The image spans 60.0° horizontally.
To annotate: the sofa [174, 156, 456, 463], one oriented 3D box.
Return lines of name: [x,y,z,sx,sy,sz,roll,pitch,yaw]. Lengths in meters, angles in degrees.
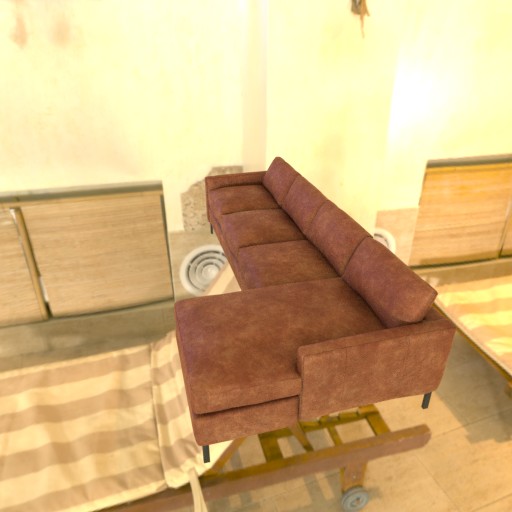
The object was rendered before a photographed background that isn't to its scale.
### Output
sofa: [0.000,0.000,3.610,1.471,0.859,2.993,-7,29,-14]
